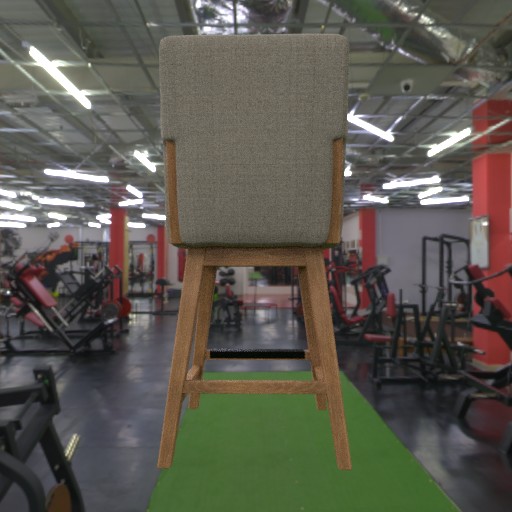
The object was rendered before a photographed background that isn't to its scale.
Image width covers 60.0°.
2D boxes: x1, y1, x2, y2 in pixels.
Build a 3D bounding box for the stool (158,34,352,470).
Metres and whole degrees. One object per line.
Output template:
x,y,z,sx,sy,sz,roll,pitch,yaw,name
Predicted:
0.000,0.000,1.249,0.459,1.010,0.526,0,-1,1,stool
